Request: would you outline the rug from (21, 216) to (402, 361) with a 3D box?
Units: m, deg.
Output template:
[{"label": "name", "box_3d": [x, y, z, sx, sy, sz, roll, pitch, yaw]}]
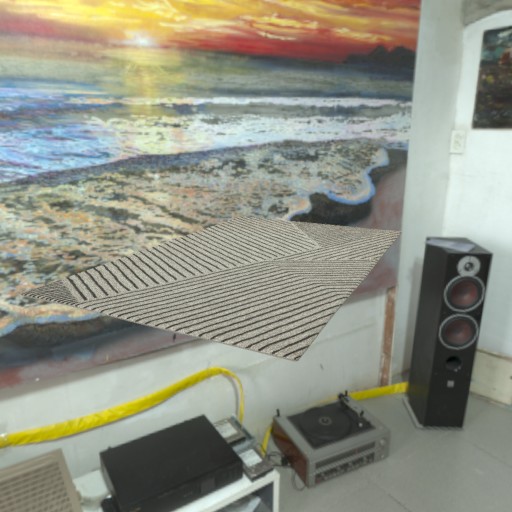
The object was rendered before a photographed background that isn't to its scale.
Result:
[{"label": "rug", "box_3d": [0.000, 0.000, 2.997, 1.539, 0.023, 2.406, 8, 18, 25]}]
